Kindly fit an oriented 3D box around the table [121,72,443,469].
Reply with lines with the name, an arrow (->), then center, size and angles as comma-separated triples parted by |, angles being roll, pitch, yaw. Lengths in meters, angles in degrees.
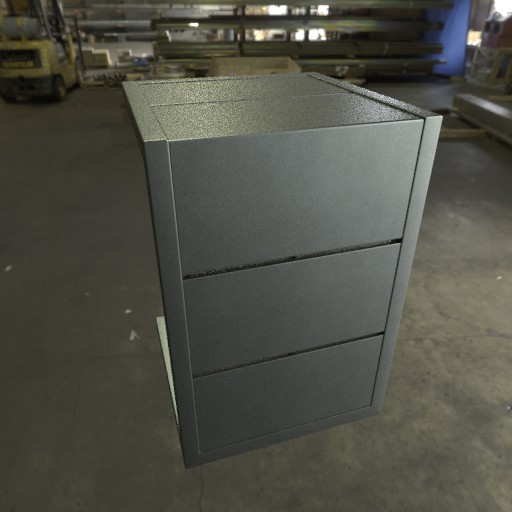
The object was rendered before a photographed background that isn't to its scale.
table -> 0.000, 0.000, 0.880 | 0.405, 0.609, 0.420 | -9, 32, -15
